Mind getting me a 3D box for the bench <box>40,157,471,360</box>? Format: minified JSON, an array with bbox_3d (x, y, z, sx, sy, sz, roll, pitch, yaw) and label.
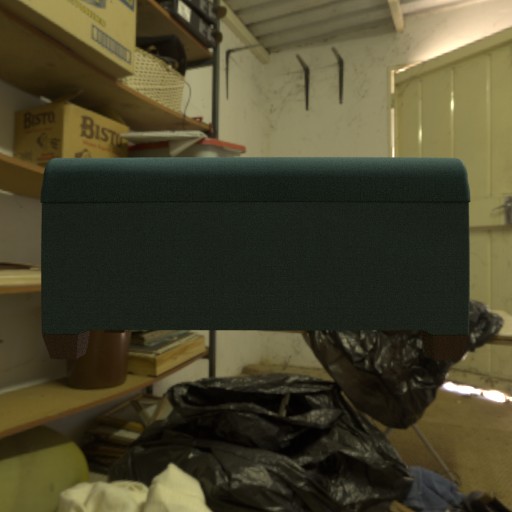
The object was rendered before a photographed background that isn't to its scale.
[{"bbox_3d":[0.000,0.000,1.217,0.995,0.474,0.476,0,0,1],"label":"bench"}]
